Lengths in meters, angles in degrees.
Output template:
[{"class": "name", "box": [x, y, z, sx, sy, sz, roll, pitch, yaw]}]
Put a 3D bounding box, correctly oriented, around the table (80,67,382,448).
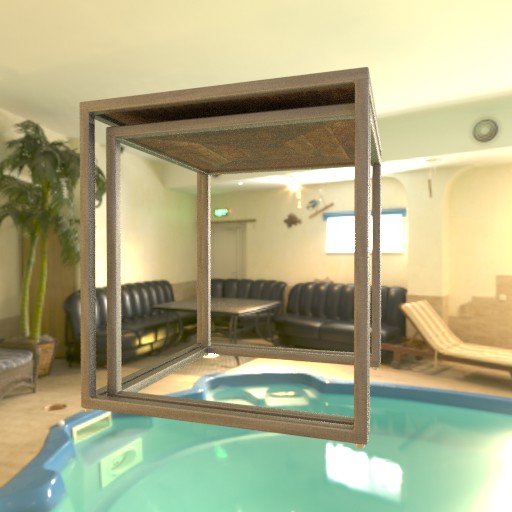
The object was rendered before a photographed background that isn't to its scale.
[{"class": "table", "box": [0.000, 0.000, 0.855, 0.449, 0.500, 0.450, 0, 1, 18]}]
